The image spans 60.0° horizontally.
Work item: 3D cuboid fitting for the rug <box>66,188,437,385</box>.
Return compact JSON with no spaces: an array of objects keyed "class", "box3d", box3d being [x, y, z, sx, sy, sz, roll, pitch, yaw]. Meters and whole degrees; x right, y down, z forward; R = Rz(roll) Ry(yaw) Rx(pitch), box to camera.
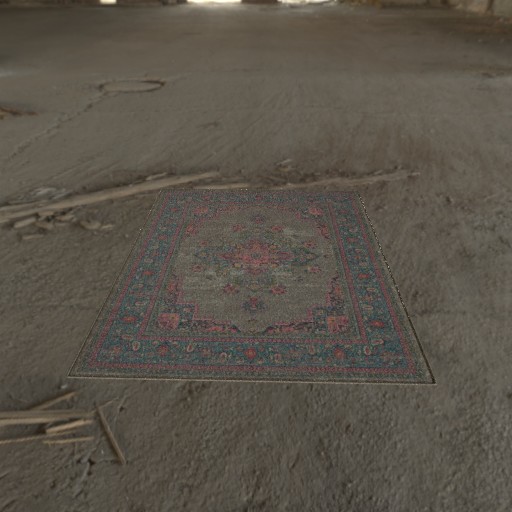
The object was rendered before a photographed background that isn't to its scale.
[{"class":"rug","box3d":[0.000,0.000,4.180,2.434,0.013,3.057,1,32,1]}]
